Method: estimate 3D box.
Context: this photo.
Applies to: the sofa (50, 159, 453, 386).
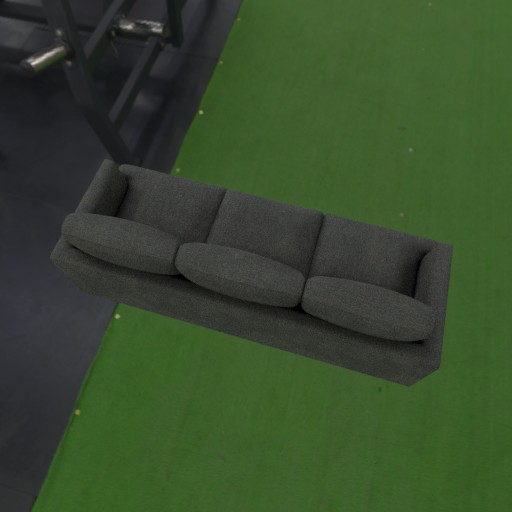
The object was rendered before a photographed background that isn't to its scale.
[{"bbox_3d":[0.000,0.000,2.767,2.246,0.930,0.903,15,64,7],"label":"sofa"}]
